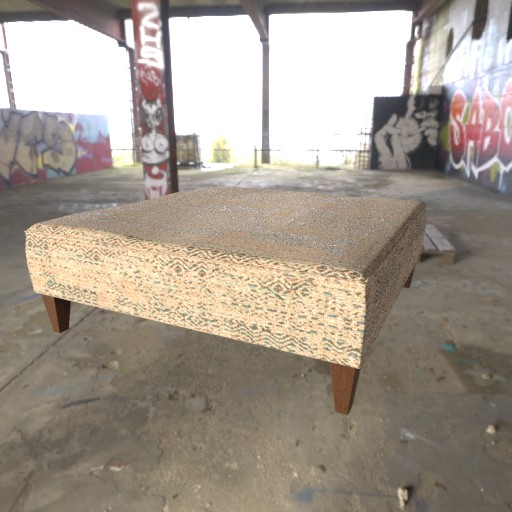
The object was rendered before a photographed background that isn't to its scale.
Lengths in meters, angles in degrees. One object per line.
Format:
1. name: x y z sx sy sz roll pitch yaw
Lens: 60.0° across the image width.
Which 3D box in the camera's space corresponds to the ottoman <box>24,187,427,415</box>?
1. ottoman: 0.000 0.000 1.496 0.968 0.356 1.004 8 18 25
